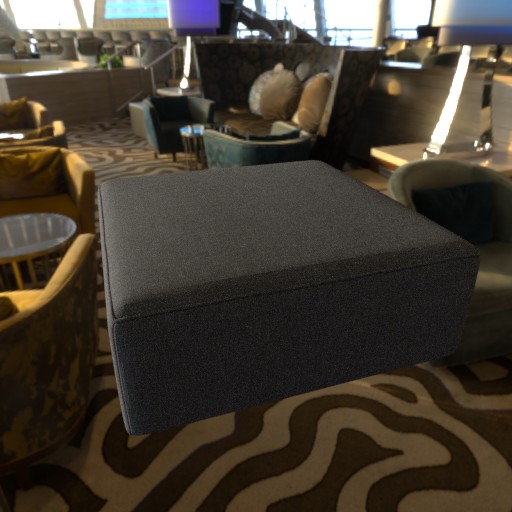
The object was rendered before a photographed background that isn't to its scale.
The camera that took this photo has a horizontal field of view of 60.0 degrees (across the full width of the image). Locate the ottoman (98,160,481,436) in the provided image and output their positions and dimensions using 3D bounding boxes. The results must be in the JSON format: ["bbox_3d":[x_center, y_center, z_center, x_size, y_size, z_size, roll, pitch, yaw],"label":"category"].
[{"bbox_3d":[0.000,0.000,1.539,1.000,0.439,1.000,-9,28,-17],"label":"ottoman"}]
